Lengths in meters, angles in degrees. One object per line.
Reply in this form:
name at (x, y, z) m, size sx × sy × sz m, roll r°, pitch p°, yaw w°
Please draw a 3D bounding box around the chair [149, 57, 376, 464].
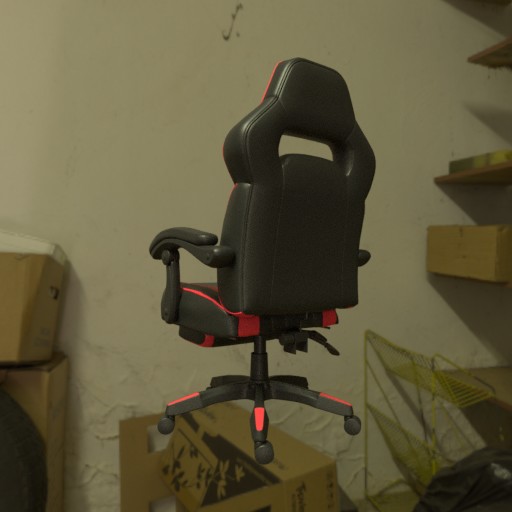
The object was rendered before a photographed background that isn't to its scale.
chair at (0.000, 0.000, 1.649) m, size 0.700 × 1.220 × 0.700 m, roll 1°, pitch -1°, yaw -36°
